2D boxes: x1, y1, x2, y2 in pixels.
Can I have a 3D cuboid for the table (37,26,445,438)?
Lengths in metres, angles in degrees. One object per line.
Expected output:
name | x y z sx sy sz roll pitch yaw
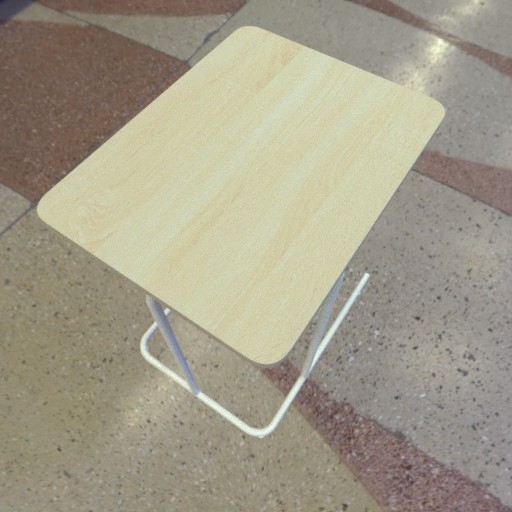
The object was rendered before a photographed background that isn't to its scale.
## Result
table | 0.000 0.000 0.841 0.370 0.550 0.480 30 64 17
